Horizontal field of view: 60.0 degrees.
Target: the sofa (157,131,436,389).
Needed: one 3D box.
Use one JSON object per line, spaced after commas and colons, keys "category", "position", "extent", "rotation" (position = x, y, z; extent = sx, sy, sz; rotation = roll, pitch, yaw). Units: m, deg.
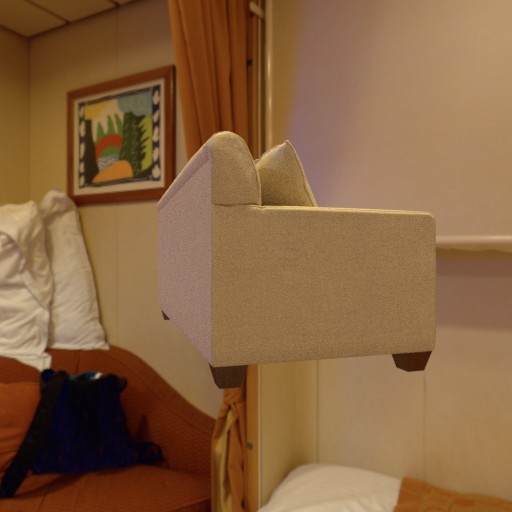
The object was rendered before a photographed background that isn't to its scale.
{"category": "sofa", "position": [0.000, 0.000, 2.639], "extent": [0.997, 0.958, 2.024], "rotation": [0, 0, -18]}
